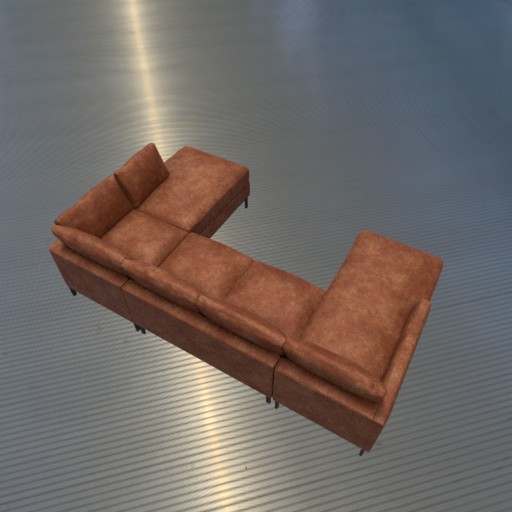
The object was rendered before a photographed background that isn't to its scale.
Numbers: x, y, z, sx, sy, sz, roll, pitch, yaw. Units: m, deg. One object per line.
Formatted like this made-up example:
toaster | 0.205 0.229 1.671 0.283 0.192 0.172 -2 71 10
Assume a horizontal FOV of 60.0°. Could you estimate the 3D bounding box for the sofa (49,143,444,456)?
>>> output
sofa | 0.000 0.000 3.891 2.956 0.900 1.939 23 53 19
